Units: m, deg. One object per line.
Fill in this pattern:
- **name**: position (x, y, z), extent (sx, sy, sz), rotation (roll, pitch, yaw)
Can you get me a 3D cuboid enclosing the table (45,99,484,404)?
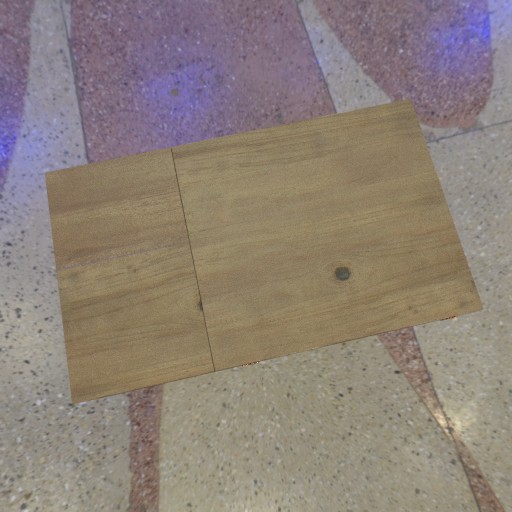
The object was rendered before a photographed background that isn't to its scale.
- **table**: position (0.000, 0.000, 1.419), extent (1.101, 0.395, 0.655), rotation (-12, 76, -3)
